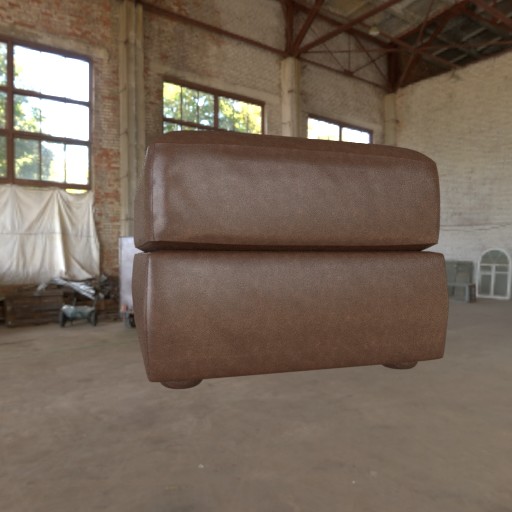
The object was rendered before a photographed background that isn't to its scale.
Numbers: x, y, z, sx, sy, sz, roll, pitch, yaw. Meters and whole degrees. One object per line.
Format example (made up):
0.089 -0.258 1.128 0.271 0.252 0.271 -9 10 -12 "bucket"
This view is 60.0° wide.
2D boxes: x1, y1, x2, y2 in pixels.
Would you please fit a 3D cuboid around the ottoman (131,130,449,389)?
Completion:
0.000 0.000 1.144 0.603 0.476 0.751 0 0 -17 "ottoman"
